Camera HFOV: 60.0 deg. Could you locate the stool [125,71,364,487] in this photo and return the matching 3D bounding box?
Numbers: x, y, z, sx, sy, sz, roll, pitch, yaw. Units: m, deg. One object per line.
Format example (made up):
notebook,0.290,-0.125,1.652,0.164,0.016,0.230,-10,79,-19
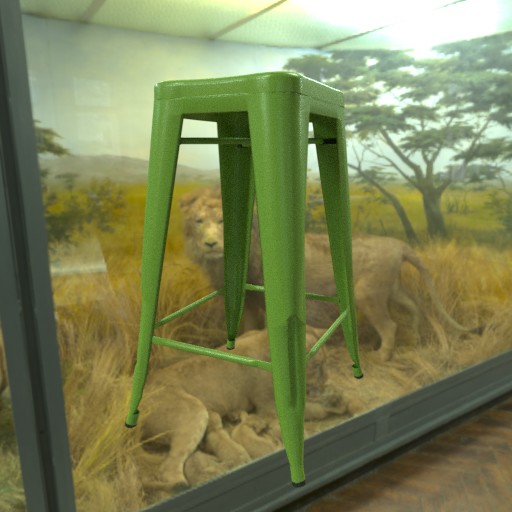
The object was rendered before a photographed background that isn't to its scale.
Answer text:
stool,0.000,0.000,0.850,0.358,0.609,0.398,7,15,26
